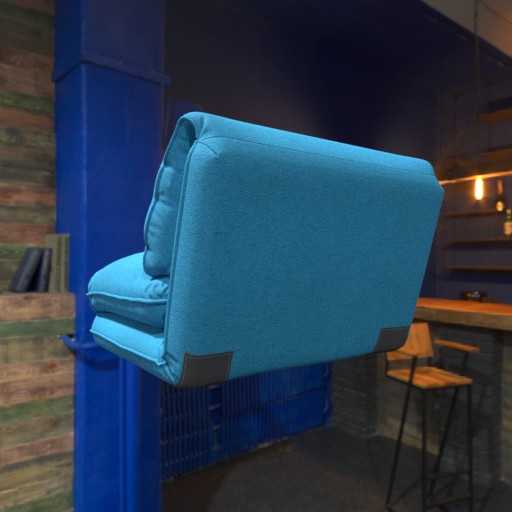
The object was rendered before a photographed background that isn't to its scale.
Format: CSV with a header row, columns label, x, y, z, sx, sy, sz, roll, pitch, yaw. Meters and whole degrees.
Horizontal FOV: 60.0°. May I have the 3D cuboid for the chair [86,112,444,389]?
label,x,y,z,sx,sy,sz,roll,pitch,yaw
chair,0.000,0.000,1.335,0.820,0.580,0.780,0,0,-36
